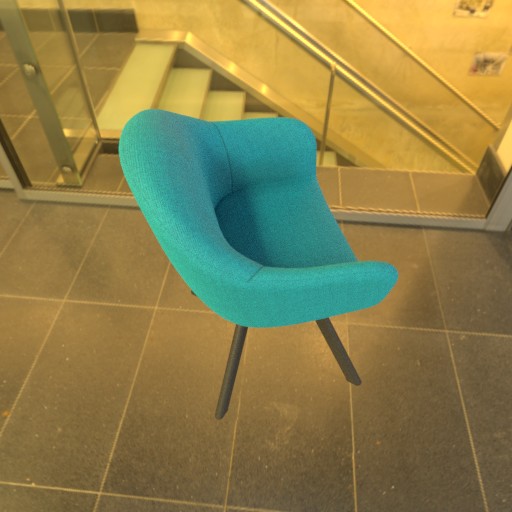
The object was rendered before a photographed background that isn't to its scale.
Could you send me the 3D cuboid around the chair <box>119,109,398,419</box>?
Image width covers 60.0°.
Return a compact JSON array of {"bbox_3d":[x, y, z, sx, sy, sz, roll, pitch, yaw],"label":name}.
[{"bbox_3d":[0.000,0.000,1.181,0.550,0.795,0.590,-11,49,-9],"label":"chair"}]
